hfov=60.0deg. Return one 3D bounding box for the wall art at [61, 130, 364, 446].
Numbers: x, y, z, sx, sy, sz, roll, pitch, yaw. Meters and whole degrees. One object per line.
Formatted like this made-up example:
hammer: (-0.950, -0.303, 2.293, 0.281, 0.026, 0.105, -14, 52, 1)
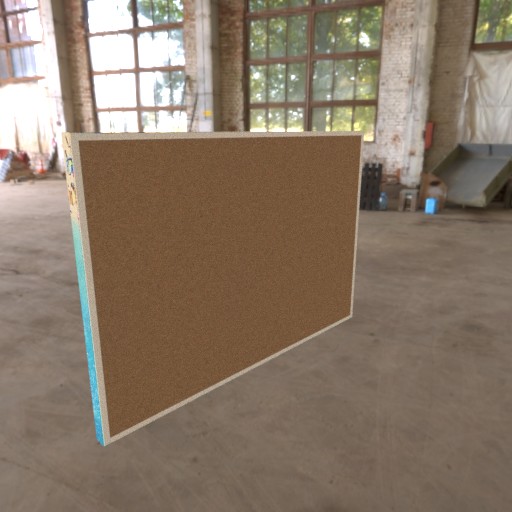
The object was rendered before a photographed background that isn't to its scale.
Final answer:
wall art: (0.000, 0.000, 1.419, 0.040, 0.769, 1.136, 15, 22, 43)
